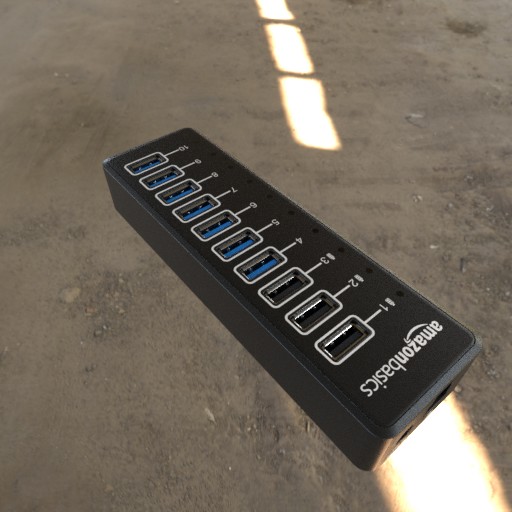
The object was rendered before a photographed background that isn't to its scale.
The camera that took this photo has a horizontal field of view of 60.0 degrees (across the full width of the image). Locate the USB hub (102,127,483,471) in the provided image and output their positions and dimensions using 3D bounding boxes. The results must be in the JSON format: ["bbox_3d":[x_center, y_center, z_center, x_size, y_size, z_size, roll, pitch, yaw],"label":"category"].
[{"bbox_3d":[0.000,0.000,0.156,0.044,0.023,0.145,-31,54,-26],"label":"USB hub"}]
